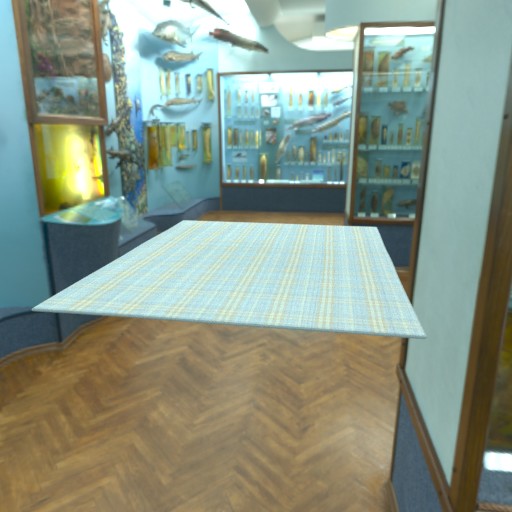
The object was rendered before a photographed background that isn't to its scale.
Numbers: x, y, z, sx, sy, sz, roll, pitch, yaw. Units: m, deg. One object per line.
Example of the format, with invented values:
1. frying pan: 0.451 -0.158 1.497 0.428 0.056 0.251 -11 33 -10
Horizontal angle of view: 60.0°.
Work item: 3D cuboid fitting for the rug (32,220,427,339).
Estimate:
1. rug: 0.000 0.000 4.132 2.462 0.030 3.066 3 16 9
